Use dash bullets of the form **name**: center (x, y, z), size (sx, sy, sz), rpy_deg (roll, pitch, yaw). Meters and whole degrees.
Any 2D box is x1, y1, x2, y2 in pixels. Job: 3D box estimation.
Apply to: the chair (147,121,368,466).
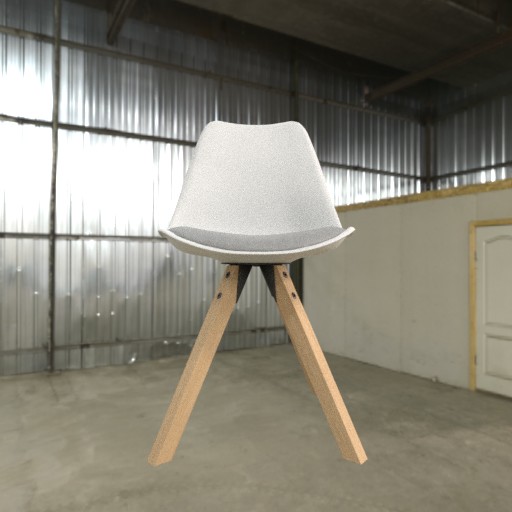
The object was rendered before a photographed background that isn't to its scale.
- **chair**: center (0.000, 0.000, 1.152), size (0.485, 0.850, 0.550), rpy_deg (0, 0, -1)
